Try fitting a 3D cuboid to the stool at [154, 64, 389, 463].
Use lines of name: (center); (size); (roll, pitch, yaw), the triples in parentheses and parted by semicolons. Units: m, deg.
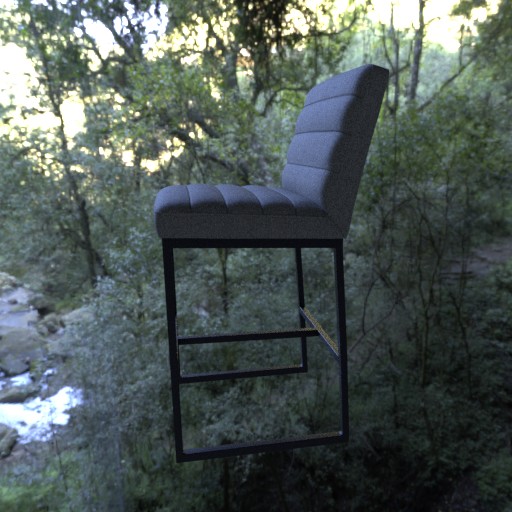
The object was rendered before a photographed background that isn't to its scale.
stool: (0.000, 0.000, 1.334); (0.571, 1.034, 0.459); (-3, 14, -10)
